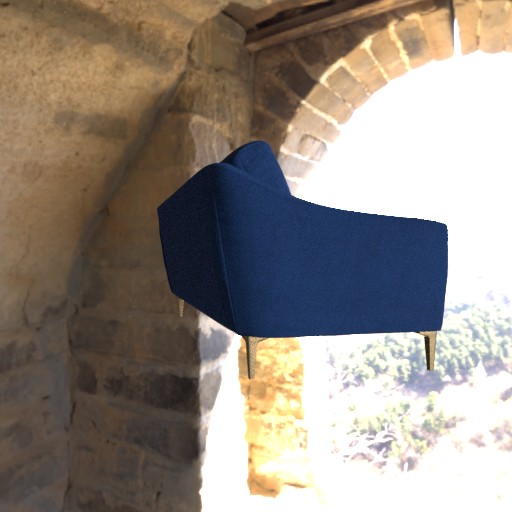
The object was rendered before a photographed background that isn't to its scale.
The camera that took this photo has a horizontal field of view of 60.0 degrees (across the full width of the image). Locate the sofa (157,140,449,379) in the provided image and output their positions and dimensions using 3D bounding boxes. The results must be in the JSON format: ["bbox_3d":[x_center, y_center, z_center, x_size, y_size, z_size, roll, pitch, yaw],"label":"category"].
[{"bbox_3d":[0.000,0.000,2.550,0.960,0.903,2.036,0,1,-18],"label":"sofa"}]
